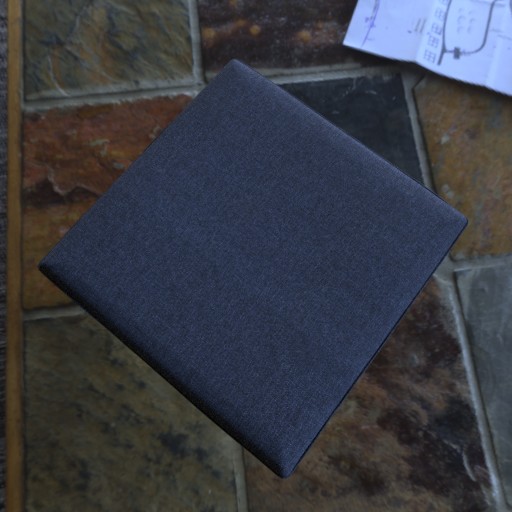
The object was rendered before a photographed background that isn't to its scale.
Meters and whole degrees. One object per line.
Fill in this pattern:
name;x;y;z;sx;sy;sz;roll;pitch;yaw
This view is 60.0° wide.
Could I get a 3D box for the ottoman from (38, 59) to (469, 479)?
ottoman;0.000;0.000;1.583;1.023;0.423;1.017;38;79;9
